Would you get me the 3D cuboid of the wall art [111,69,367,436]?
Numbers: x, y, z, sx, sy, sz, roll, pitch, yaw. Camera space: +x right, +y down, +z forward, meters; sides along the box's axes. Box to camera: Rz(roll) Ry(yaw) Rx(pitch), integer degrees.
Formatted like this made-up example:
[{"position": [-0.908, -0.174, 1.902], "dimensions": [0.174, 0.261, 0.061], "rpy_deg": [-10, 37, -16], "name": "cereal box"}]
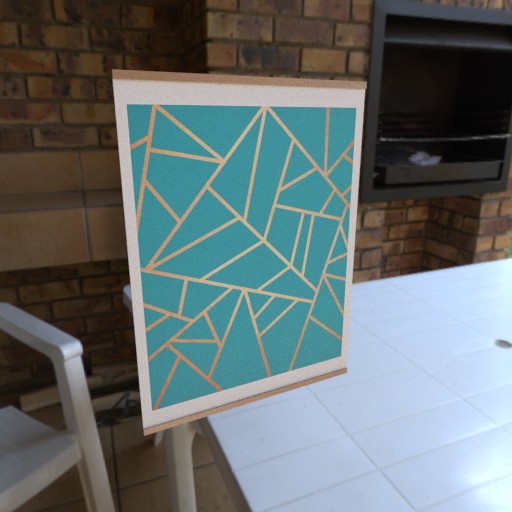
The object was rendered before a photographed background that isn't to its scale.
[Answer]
[{"position": [0.000, 0.000, 1.350], "dimensions": [0.758, 1.016, 0.013], "rpy_deg": [-9, 19, -26], "name": "wall art"}]
